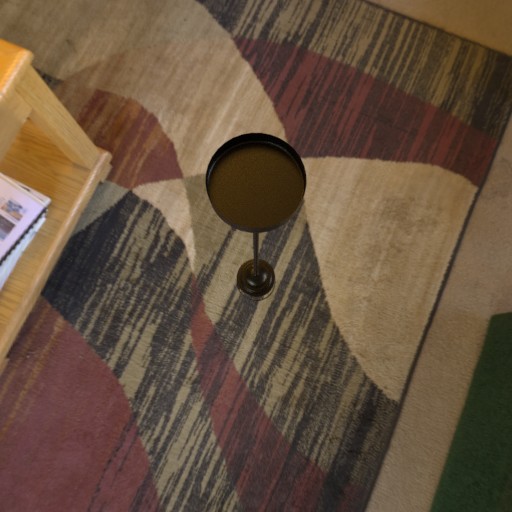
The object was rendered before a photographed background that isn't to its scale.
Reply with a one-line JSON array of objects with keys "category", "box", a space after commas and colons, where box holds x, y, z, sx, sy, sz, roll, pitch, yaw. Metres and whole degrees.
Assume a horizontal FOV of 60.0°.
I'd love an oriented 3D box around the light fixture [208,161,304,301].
[{"category": "light fixture", "box": [0.000, 0.000, 0.989, 0.123, 0.920, 0.123, 6, 78, 1]}]
